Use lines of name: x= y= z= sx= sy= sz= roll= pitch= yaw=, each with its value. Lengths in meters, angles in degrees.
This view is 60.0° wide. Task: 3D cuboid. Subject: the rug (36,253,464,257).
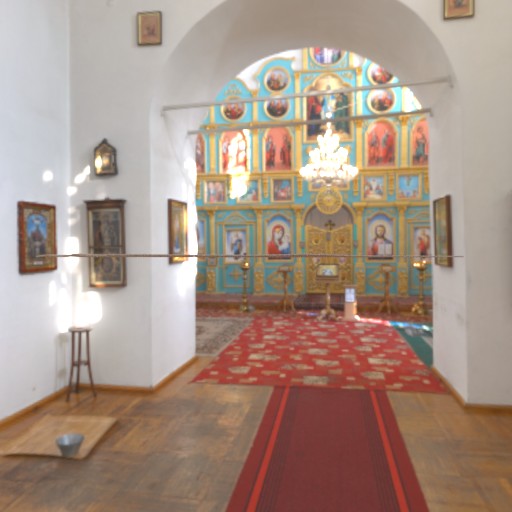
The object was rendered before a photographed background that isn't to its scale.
rug: x=0.000 y=0.000 z=2.975 sx=2.439 sy=0.015 sz=1.524 roll=0 pitch=0 yaw=-35
